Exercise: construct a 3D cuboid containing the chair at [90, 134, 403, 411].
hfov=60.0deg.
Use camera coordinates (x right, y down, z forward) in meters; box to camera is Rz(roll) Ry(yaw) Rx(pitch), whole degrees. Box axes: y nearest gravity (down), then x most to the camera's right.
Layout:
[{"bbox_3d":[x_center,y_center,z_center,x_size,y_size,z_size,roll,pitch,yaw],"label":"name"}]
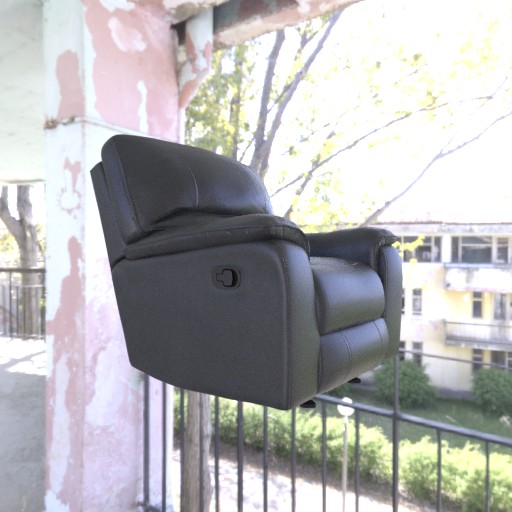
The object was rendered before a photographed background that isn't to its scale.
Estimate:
[{"bbox_3d":[0.000,0.000,2.029,1.087,1.109,1.096,0,0,38],"label":"chair"}]
